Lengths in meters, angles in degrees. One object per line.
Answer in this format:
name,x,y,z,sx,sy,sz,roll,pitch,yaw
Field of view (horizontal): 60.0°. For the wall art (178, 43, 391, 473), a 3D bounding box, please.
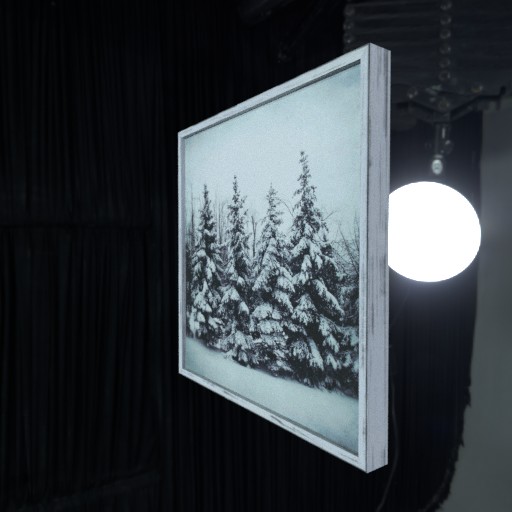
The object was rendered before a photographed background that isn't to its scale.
wall art,0.000,0.000,0.736,0.038,0.506,0.506,-1,2,-36
